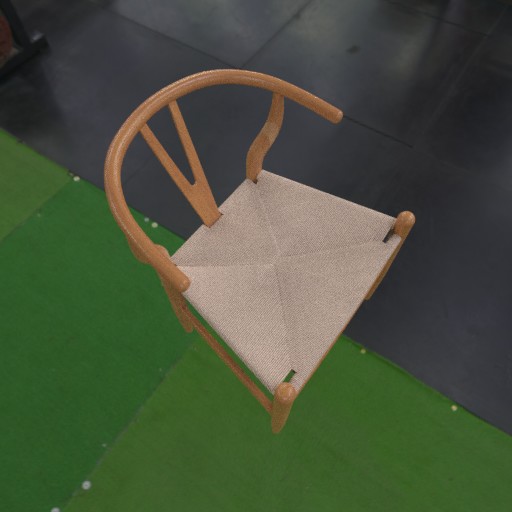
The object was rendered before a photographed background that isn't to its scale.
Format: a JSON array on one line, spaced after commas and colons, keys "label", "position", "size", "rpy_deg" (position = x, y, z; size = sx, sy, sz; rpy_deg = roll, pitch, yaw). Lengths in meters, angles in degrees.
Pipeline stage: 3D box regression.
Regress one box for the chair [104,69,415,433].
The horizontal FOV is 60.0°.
[{"label": "chair", "position": [0.000, 0.000, 1.155], "size": [0.579, 0.730, 0.569], "rpy_deg": [33, 65, 17]}]
